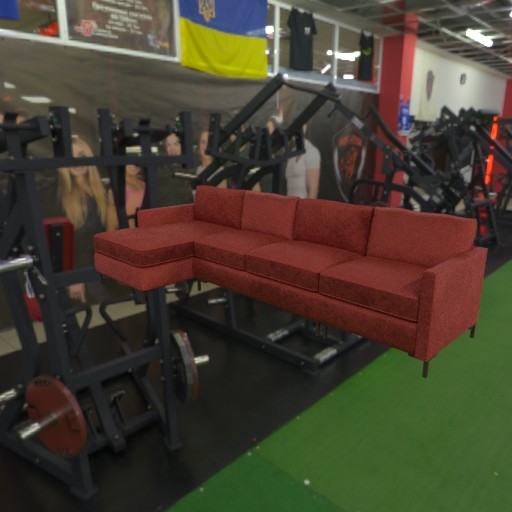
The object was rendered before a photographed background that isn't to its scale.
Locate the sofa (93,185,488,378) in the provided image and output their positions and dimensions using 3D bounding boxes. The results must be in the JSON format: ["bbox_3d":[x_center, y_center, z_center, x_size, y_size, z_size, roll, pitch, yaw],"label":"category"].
[{"bbox_3d":[0.000,0.000,3.999,3.400,0.967,1.500,15,21,43],"label":"sofa"}]
